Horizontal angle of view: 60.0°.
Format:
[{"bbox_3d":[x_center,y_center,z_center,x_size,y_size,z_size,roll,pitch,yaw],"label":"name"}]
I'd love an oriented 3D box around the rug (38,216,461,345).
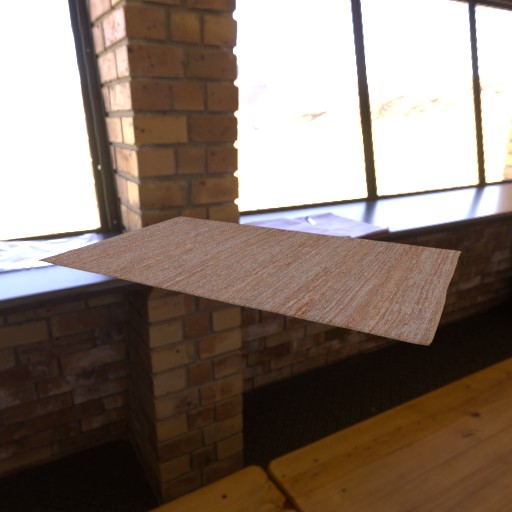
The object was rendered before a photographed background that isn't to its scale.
[{"bbox_3d":[0.000,0.000,3.007,2.446,0.009,1.529,9,19,27],"label":"rug"}]
